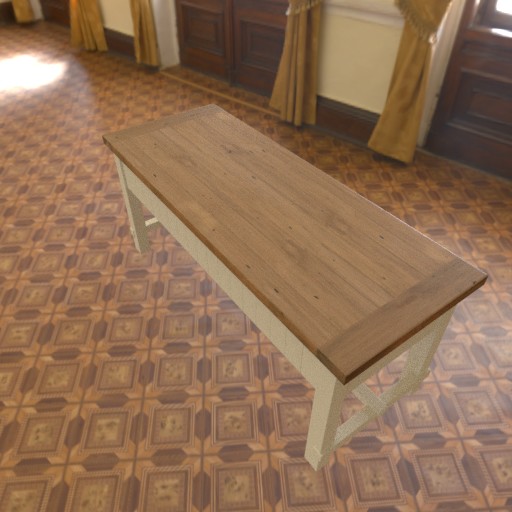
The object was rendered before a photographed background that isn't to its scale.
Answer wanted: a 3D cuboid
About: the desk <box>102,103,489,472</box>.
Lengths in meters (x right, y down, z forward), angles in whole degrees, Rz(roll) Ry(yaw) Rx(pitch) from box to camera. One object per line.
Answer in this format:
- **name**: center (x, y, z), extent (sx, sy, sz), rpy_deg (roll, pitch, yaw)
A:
- **desk**: center (0.000, 0.000, 2.187), extent (0.688, 0.762, 1.803), rpy_deg (-26, 48, -26)
